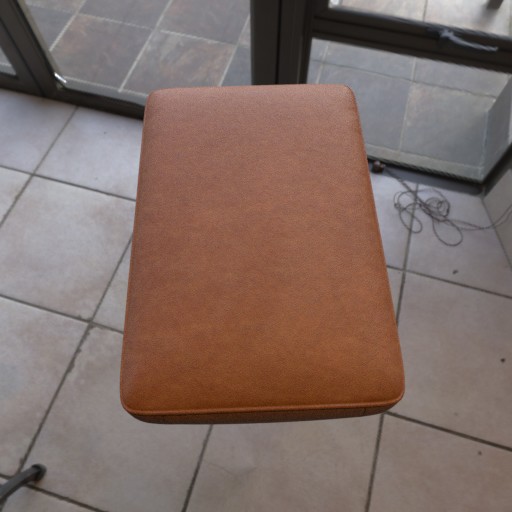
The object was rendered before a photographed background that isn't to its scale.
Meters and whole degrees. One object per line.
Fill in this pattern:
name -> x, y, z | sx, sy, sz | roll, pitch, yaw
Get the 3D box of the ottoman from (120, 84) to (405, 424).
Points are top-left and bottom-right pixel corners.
ottoman -> 0.000, 0.000, 1.197 | 0.584, 0.483, 0.864 | -2, 65, -1
